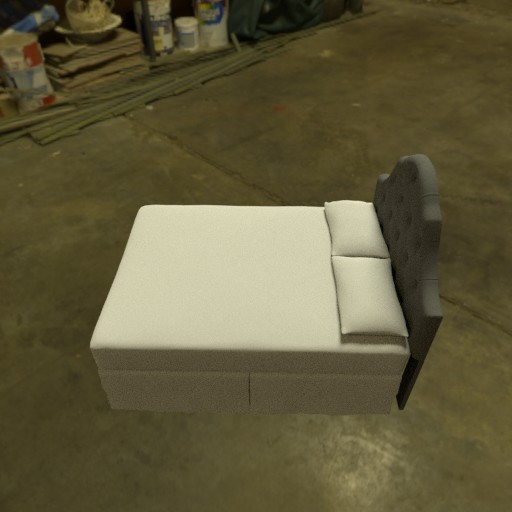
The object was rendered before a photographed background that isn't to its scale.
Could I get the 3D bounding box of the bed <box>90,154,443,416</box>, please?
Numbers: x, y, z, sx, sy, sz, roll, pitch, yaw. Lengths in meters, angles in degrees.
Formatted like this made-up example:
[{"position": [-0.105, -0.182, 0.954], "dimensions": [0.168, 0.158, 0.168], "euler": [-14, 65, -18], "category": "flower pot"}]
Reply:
[{"position": [0.000, 0.000, 3.244], "dimensions": [2.155, 1.575, 1.636], "euler": [1, 42, 1], "category": "bed"}]
